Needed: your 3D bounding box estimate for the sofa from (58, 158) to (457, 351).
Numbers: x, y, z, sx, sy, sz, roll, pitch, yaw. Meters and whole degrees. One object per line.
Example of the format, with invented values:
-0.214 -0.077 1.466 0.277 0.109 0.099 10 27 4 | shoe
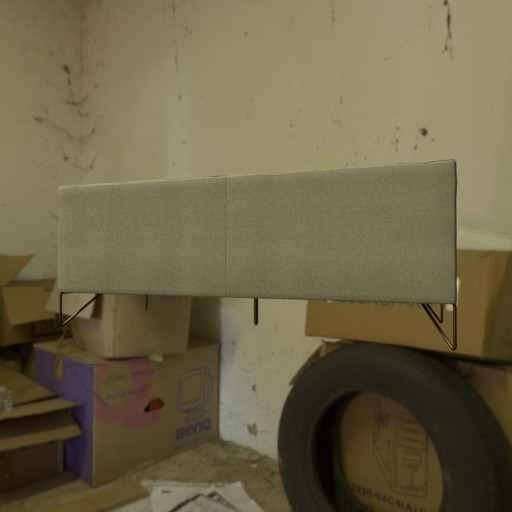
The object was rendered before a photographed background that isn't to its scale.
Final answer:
0.000 0.000 2.568 2.079 0.798 0.912 0 -1 19 | sofa
